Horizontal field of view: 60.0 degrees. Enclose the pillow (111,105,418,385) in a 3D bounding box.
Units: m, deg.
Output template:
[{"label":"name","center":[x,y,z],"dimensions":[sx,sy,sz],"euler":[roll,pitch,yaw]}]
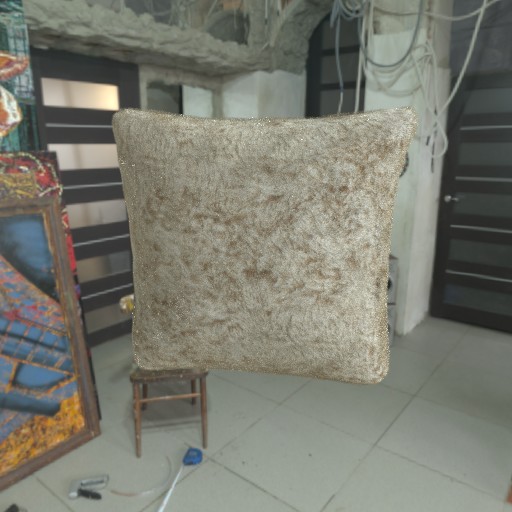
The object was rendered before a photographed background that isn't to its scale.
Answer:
[{"label":"pillow","center":[0.000,0.000,0.809],"dimensions":[0.538,0.525,0.216],"euler":[2,14,9]}]
